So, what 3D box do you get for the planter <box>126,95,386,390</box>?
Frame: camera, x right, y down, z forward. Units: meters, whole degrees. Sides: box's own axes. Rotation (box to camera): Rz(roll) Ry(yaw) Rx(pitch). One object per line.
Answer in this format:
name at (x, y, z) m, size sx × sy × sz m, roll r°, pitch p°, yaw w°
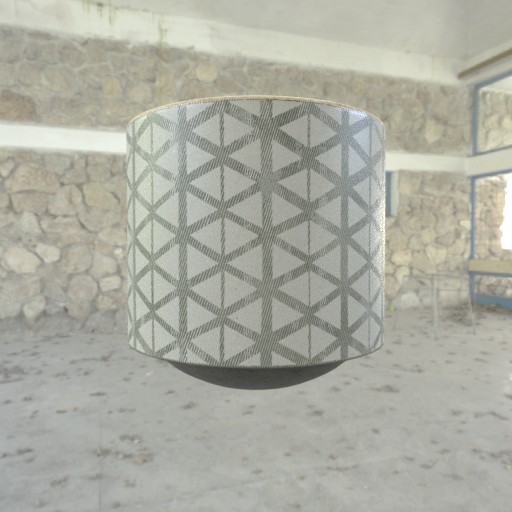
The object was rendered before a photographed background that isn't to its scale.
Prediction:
planter at (0.000, 0.000, 0.448) m, size 0.250 × 0.239 × 0.250 m, roll 0°, pitch 1°, yaw 0°
